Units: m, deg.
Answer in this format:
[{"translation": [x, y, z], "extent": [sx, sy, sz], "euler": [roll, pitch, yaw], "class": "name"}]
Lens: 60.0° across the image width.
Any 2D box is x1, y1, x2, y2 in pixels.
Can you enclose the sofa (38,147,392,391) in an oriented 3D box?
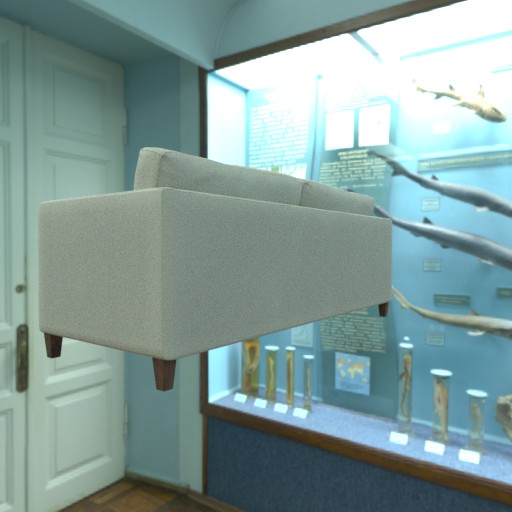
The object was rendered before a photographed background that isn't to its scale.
[{"translation": [0.000, 0.000, 2.819], "extent": [0.951, 0.968, 2.361], "euler": [1, 1, 37], "class": "sofa"}]
